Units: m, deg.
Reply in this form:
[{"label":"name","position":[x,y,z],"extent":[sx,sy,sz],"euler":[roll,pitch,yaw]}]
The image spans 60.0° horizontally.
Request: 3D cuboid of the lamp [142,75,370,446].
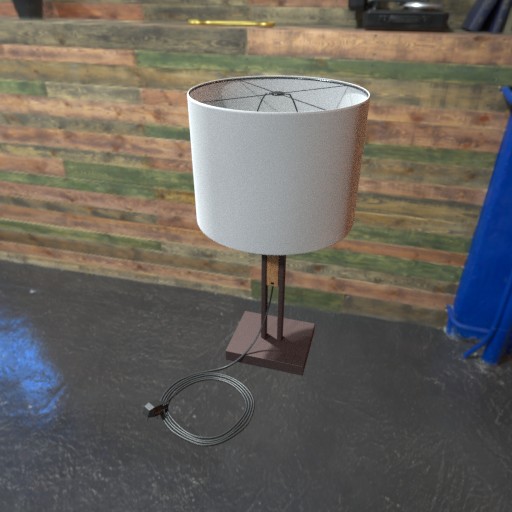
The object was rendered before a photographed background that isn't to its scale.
[{"label":"lamp","position":[0.000,0.000,0.981],"extent":[0.396,0.668,0.525],"euler":[8,32,14]}]
